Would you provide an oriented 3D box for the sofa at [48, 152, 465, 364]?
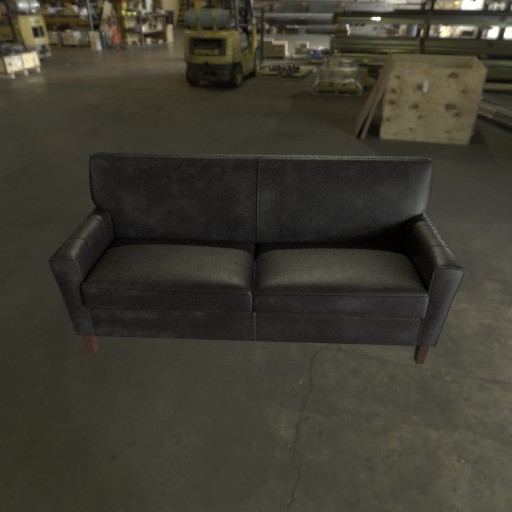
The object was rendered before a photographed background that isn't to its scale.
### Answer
[{"bbox_3d":[0.000,0.000,2.555,2.053,0.947,0.805,1,31,2],"label":"sofa"}]
